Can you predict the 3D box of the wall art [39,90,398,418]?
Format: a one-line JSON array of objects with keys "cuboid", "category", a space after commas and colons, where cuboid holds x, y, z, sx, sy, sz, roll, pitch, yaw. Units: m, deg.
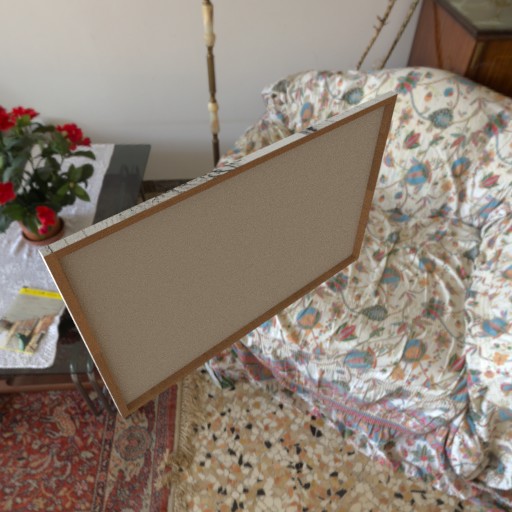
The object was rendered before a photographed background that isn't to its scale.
[{"cuboid": [0.000, 0.000, 1.147, 0.914, 0.607, 0.023, -30, 53, -26], "category": "wall art"}]
